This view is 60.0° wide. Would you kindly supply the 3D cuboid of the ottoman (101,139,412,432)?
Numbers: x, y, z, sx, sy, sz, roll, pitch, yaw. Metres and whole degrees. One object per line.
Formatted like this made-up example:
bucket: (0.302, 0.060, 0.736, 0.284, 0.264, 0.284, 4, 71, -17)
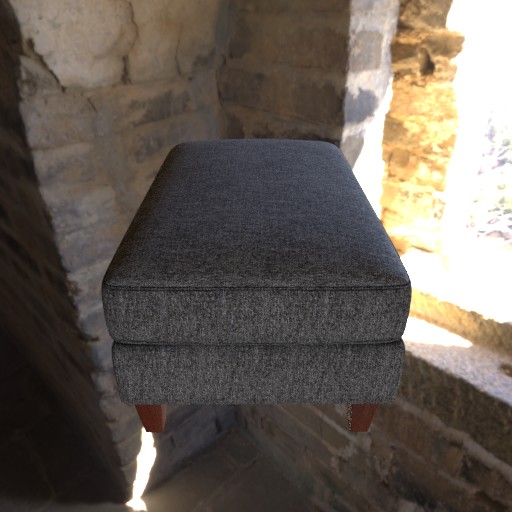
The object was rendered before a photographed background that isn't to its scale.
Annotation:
ottoman: (0.000, 0.000, 1.223, 0.584, 0.483, 0.864, 0, 31, 0)
